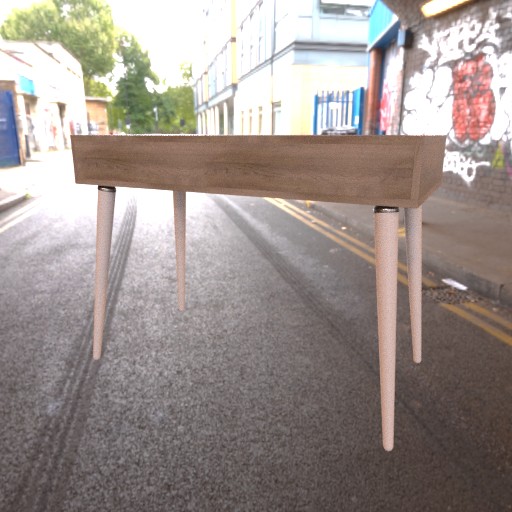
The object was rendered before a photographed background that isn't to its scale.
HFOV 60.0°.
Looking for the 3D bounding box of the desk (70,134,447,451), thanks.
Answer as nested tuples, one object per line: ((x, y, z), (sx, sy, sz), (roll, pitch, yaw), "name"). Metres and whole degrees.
((0.000, 0.000, 1.373), (0.979, 0.723, 0.491), (8, 17, 26), "desk")
